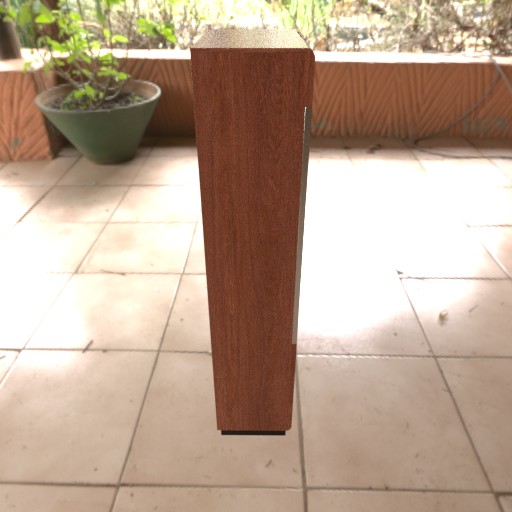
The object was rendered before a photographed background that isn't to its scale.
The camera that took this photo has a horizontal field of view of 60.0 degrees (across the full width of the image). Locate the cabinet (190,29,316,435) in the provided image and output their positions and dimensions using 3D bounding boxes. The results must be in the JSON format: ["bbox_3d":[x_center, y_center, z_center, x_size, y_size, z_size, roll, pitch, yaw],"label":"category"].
[{"bbox_3d":[0.000,0.000,2.225,0.420,1.980,0.660,0,32,0],"label":"cabinet"}]
